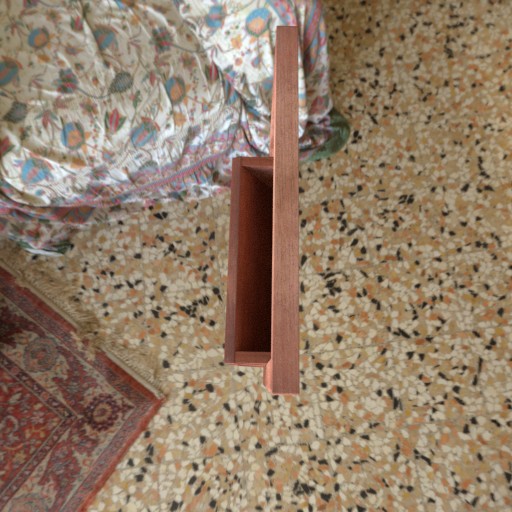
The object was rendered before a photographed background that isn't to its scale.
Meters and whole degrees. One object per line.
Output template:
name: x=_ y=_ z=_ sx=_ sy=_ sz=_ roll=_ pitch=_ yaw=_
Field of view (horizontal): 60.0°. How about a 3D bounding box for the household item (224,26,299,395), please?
household item: x=0.000 y=0.000 z=0.544 sx=0.067 sy=0.407 sz=0.310 roll=1 pitch=75 yaw=0
